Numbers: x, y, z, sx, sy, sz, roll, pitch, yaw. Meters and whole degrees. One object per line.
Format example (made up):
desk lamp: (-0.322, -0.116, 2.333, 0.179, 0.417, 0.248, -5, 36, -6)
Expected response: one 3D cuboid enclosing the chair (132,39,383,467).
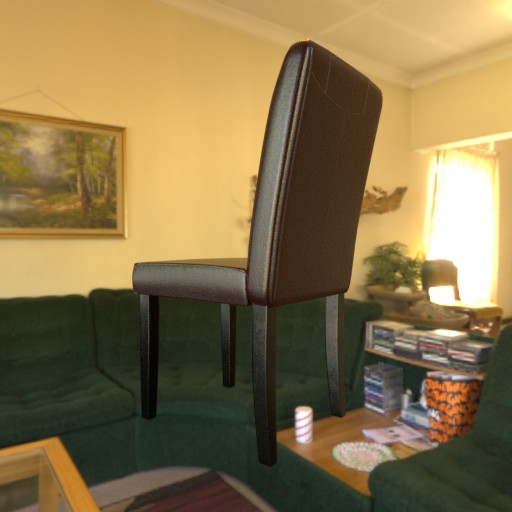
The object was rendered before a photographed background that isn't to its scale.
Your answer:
chair: (0.000, 0.000, 1.194, 0.556, 0.897, 0.399, 1, 2, 38)
